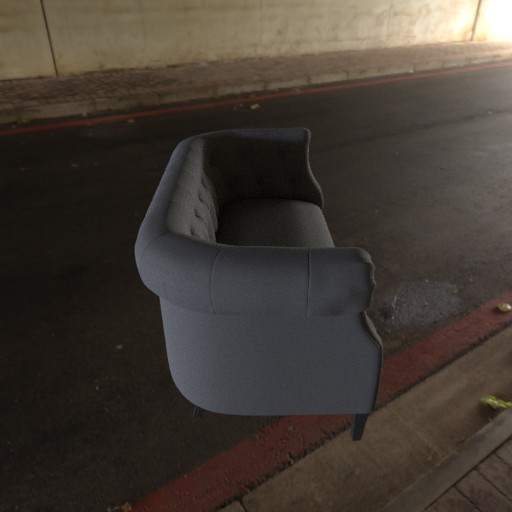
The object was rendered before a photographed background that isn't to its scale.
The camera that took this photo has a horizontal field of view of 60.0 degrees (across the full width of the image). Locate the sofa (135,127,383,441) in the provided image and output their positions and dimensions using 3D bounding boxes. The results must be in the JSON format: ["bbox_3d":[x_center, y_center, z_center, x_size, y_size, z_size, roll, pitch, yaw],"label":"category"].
[{"bbox_3d":[0.000,0.000,2.053,0.835,0.827,1.558,-1,31,-1],"label":"sofa"}]
